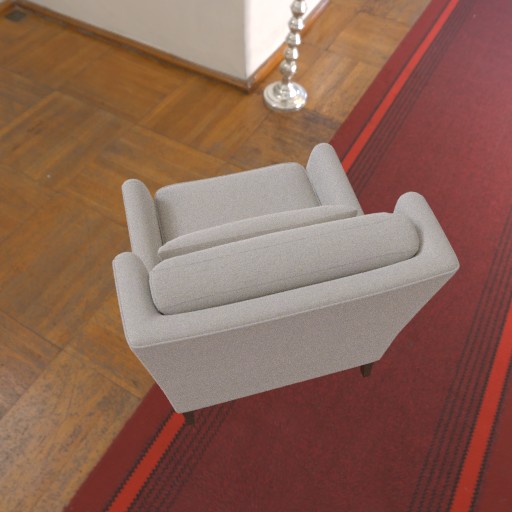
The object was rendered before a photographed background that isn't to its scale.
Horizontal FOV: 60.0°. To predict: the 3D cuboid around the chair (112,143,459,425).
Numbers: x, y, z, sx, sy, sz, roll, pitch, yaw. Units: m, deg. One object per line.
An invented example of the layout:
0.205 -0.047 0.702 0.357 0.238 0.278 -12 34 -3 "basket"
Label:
0.000 0.000 1.852 0.982 1.056 1.040 -13 57 -8 "chair"
